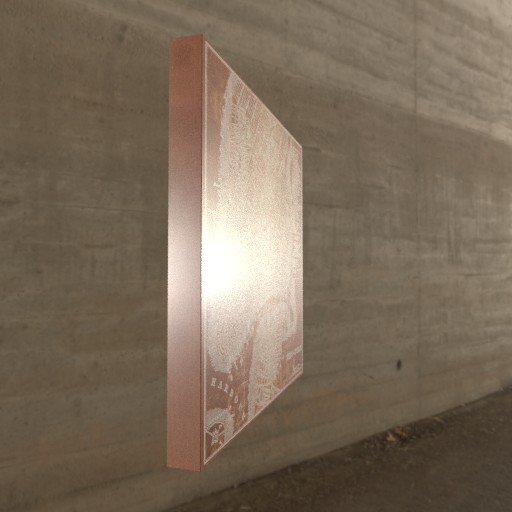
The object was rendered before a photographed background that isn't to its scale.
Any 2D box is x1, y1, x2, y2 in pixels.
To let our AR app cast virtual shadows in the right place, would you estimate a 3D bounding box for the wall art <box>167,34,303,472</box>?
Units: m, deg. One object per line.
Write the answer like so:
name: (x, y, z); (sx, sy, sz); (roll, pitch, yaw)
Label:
wall art: (0.000, 0.000, 0.601); (0.035, 0.403, 0.403); (-1, -2, 19)
